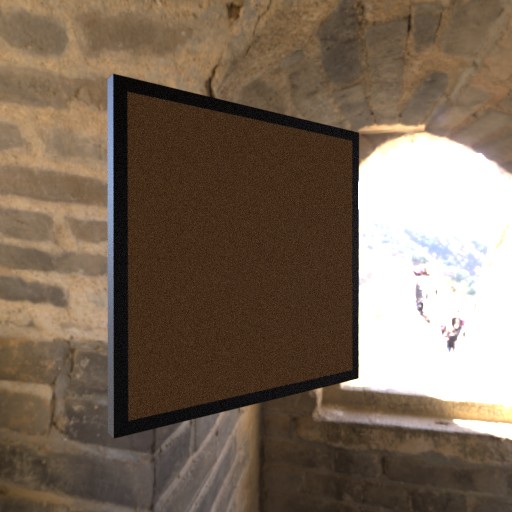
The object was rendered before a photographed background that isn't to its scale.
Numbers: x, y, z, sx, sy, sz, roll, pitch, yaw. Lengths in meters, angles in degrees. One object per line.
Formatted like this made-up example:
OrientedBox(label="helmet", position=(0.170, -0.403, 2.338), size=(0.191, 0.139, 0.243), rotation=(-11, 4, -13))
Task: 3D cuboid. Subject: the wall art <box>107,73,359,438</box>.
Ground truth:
OrientedBox(label="wall art", position=(0.000, 0.000, 1.167), size=(0.765, 0.765, 0.038), rotation=(0, 0, -36))
